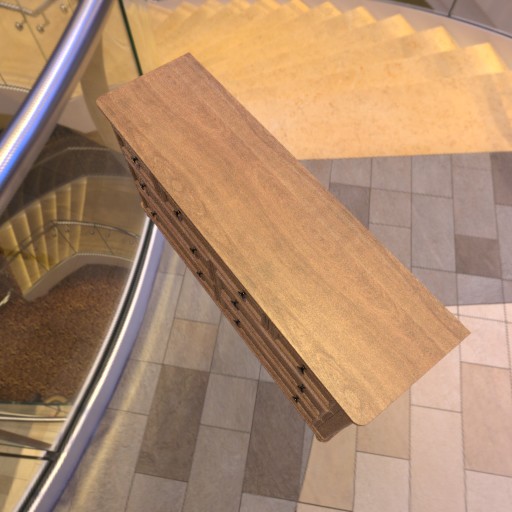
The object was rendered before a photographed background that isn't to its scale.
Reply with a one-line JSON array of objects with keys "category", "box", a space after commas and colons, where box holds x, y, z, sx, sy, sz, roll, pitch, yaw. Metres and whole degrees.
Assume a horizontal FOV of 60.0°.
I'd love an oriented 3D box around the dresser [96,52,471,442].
[{"category": "dresser", "box": [0.000, 0.000, 1.986, 0.468, 0.892, 1.583, -34, 68, -16]}]
